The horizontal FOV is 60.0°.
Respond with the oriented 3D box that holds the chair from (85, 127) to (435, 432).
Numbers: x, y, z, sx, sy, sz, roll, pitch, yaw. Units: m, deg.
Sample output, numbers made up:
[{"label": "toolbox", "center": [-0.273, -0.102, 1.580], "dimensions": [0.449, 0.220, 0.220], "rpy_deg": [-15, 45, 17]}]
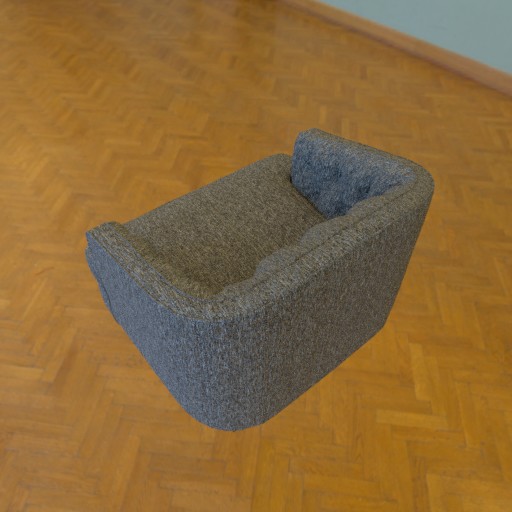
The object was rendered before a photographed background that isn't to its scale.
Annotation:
[{"label": "chair", "center": [0.000, 0.000, 1.792], "dimensions": [1.104, 0.852, 0.941], "rpy_deg": [-30, 54, -26]}]
